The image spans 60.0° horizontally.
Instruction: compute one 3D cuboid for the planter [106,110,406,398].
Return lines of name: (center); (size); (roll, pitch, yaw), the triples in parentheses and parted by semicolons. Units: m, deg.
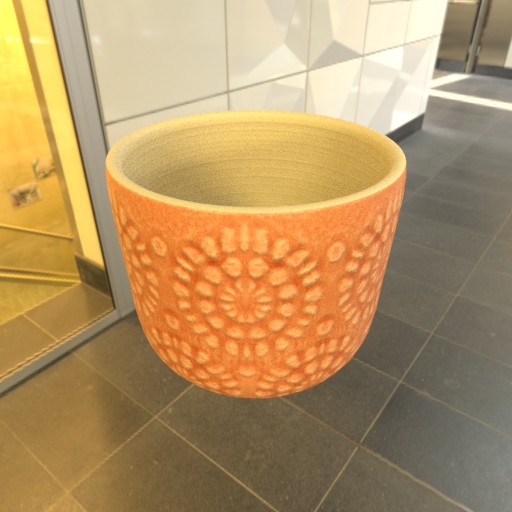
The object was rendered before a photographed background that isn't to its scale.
planter: (0.000, 0.000, 0.216); (0.124, 0.109, 0.124); (0, 32, 0)
